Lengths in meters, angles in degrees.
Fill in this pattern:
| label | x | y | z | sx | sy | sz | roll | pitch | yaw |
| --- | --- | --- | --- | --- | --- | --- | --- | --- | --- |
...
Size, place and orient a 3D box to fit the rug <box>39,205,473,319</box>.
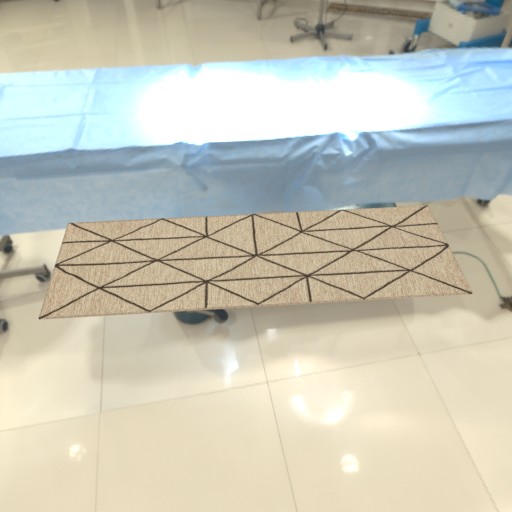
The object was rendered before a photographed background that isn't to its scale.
| label | x | y | z | sx | sy | sz | roll | pitch | yaw |
| --- | --- | --- | --- | --- | --- | --- | --- | --- | --- |
| rug | 0.000 | 0.000 | 2.735 | 2.438 | 0.012 | 0.762 | -3 | 48 | -3 |
